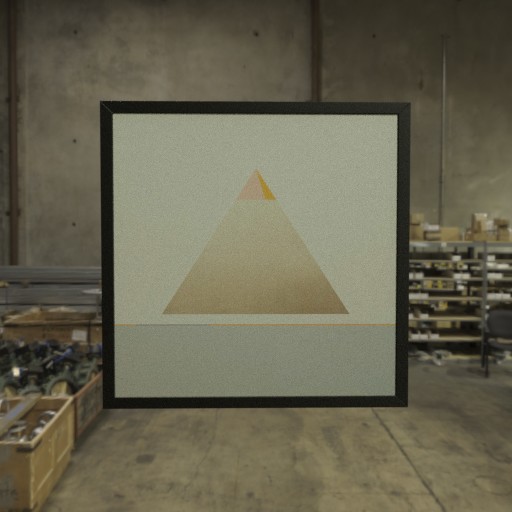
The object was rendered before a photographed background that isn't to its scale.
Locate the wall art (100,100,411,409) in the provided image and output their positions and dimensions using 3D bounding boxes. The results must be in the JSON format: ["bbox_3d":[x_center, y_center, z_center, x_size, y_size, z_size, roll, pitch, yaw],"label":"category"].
[{"bbox_3d":[0.000,0.000,1.127,0.769,0.766,0.042,0,2,-1],"label":"wall art"}]
